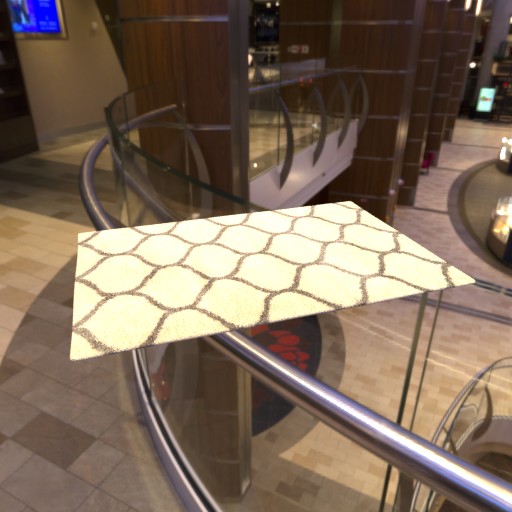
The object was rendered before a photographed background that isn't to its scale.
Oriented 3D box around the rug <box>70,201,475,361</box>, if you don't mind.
[{"bbox_3d":[0.000,0.000,3.518,2.701,0.026,1.801,-8,28,-16],"label":"rug"}]
